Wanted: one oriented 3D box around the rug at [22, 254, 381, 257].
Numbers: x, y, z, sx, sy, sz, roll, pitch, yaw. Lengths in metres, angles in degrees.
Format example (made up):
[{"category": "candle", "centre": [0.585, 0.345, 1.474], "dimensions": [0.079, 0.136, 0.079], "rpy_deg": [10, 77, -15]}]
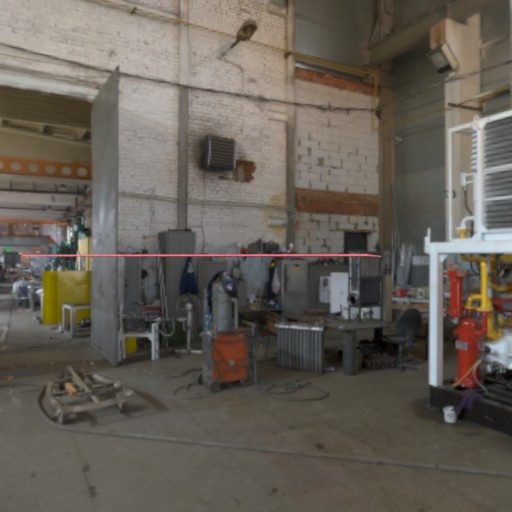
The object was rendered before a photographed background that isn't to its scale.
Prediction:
[{"category": "rug", "centre": [0.000, 0.000, 2.287], "dimensions": [1.209, 0.008, 1.814], "rpy_deg": [0, 0, 17]}]
